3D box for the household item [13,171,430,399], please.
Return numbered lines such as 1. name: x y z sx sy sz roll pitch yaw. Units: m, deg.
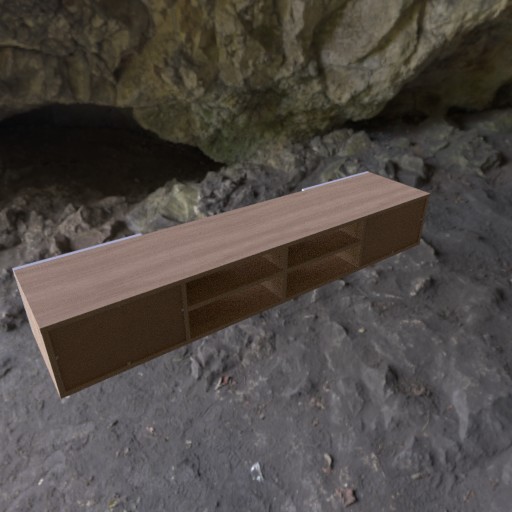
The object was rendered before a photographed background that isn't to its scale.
1. household item: 0.000 0.000 1.987 1.850 0.310 0.420 -19 35 -30
